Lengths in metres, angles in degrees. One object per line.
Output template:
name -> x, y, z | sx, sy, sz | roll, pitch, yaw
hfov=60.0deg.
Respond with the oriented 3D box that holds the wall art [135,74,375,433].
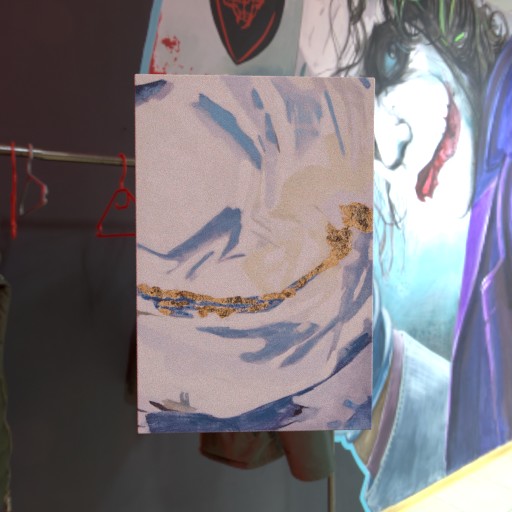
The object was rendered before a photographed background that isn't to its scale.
wall art -> 0.000, 0.000, 1.143 | 0.610, 0.914, 0.016 | 0, 2, -2
